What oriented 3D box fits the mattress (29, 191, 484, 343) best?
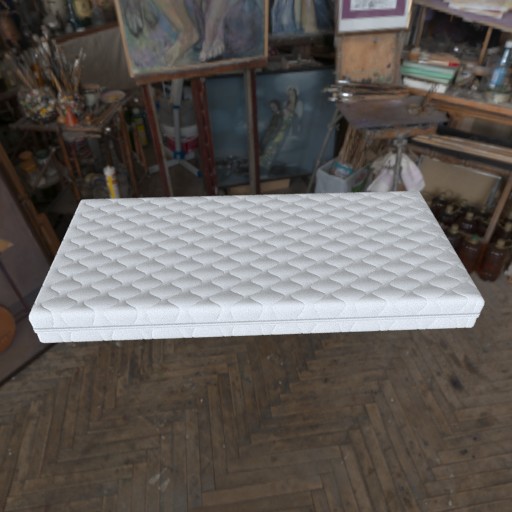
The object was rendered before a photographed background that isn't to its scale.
[{"bbox_3d":[0.000,0.000,2.311,2.000,0.200,0.900,-2,41,-2],"label":"mattress"}]
